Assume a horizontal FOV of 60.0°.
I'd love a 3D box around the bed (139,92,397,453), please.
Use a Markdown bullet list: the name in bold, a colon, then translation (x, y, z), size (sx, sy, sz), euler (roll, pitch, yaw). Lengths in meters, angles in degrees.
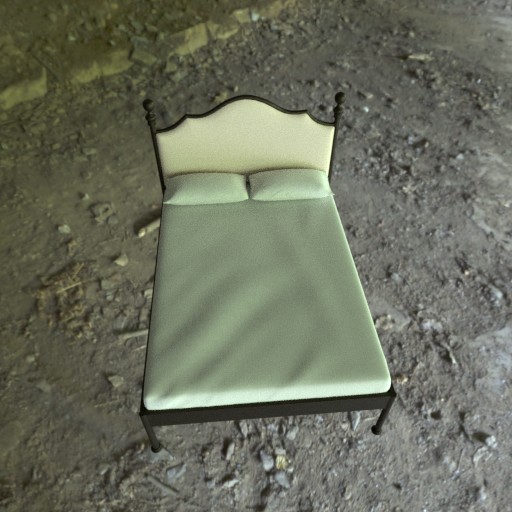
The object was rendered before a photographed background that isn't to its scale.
- **bed**: translation (0.000, 0.000, 3.328), size (1.642, 1.499, 2.224), euler (-3, 46, -3)
